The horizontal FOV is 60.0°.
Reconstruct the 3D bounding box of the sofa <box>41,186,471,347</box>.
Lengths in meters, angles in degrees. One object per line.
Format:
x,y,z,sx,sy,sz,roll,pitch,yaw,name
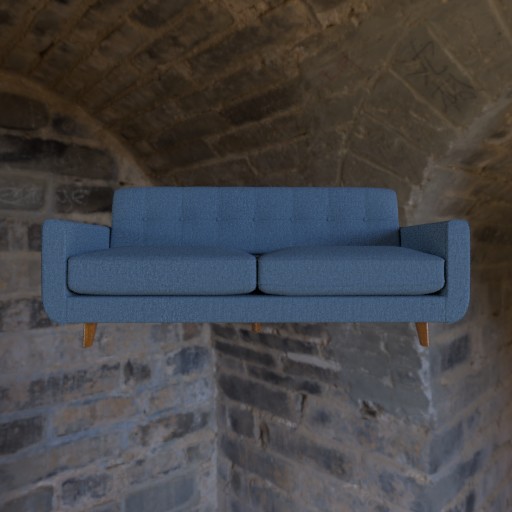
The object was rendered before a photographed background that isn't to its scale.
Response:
0.000,0.000,2.567,2.055,0.884,0.942,0,0,-1,sofa
